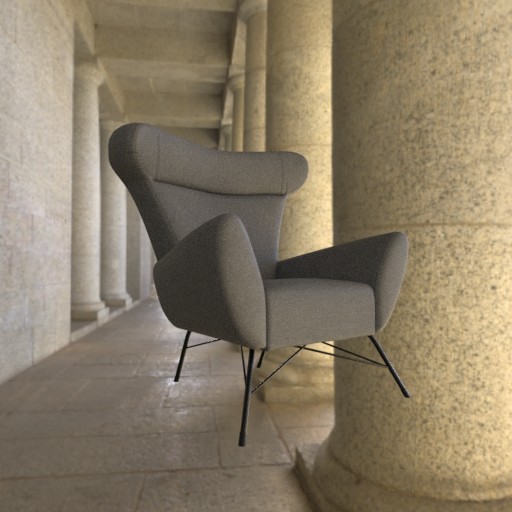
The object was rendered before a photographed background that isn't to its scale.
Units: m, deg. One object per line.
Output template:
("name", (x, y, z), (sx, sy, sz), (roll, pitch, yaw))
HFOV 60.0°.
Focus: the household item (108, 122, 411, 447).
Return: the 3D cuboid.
("household item", (0.000, 0.000, 1.781), (0.980, 1.050, 0.900), (1, -2, -36))
